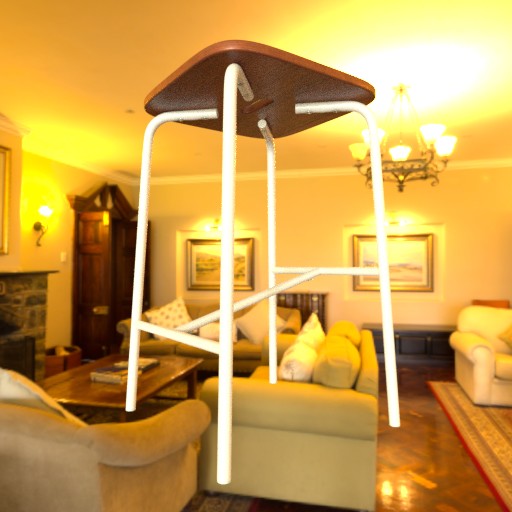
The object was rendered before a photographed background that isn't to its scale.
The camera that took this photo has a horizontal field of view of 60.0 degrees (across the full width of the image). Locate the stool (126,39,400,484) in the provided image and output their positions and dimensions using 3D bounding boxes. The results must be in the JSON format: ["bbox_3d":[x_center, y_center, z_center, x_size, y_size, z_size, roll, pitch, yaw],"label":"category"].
[{"bbox_3d":[0.000,0.000,0.845,0.376,0.610,0.376,1,-2,-35],"label":"stool"}]
